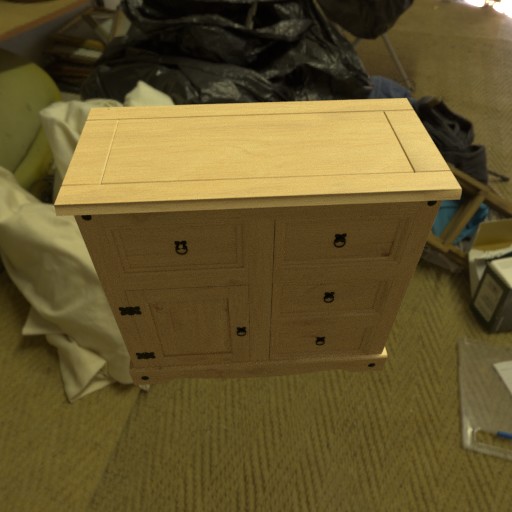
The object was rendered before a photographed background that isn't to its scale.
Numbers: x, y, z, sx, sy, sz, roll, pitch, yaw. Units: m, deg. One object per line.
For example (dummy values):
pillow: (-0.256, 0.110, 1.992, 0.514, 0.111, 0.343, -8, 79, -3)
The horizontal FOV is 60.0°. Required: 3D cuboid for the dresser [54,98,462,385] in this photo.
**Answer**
dresser: (0.000, 0.000, 1.440, 0.915, 0.835, 0.440, -3, 47, -2)
